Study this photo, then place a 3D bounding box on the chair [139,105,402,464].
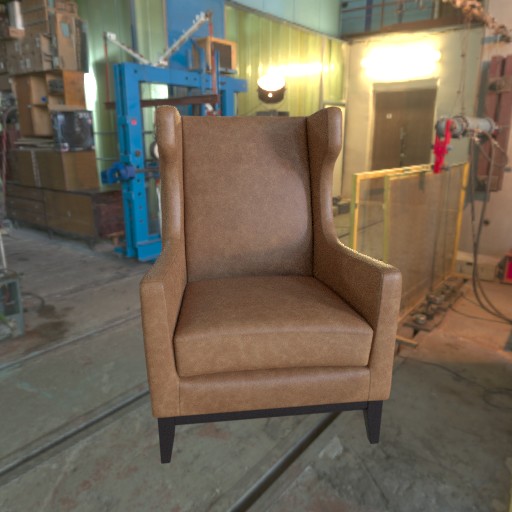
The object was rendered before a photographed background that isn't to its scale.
[{"bbox_3d":[0.000,0.000,1.656,0.766,1.079,0.899,-2,16,-7],"label":"chair"}]
